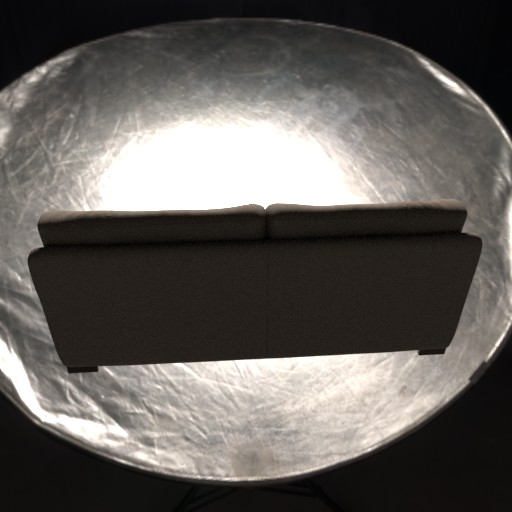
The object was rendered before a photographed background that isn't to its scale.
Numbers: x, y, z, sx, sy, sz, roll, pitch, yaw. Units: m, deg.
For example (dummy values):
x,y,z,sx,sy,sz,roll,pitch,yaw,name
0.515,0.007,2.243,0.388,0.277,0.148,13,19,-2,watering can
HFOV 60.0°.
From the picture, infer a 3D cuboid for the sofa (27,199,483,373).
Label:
x,y,z,sx,sy,sz,roll,pitch,yaw,name
0.000,0.000,2.804,2.354,0.980,0.962,-2,31,-3,sofa
